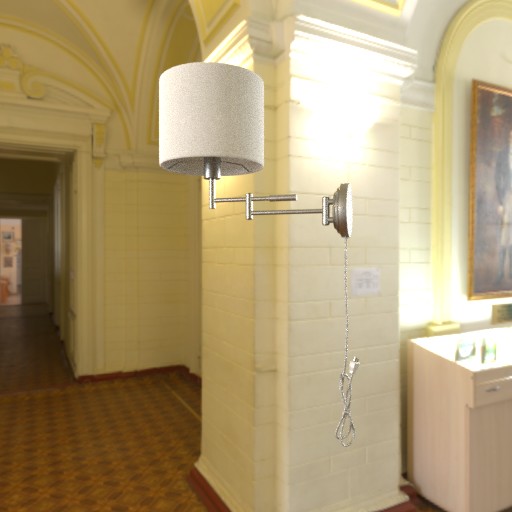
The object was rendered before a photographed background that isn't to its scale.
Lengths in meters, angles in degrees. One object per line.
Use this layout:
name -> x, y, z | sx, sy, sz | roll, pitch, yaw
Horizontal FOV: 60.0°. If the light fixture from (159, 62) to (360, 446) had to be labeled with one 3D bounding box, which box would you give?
light fixture -> 0.000, 0.000, 1.052 | 0.479, 0.842, 0.253 | 0, 0, 18
